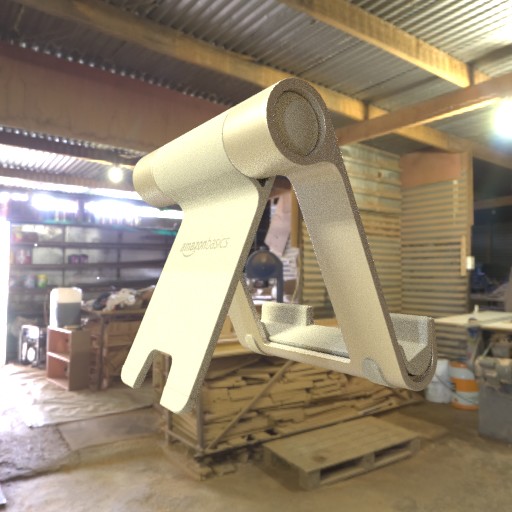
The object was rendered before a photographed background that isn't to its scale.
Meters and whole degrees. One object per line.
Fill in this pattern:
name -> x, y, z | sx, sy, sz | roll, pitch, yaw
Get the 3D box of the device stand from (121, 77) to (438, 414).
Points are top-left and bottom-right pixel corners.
device stand -> 0.000, 0.000, 0.152 | 0.079, 0.084, 0.086 | 1, -2, -36
